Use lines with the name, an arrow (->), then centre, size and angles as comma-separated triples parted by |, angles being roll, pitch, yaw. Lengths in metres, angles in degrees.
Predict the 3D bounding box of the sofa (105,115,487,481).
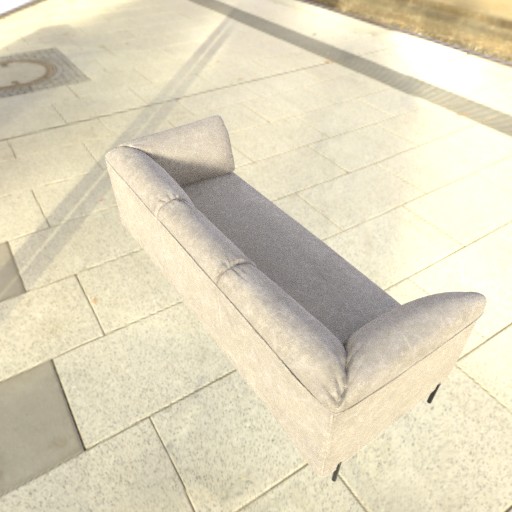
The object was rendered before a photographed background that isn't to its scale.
sofa -> 0.000, 0.000, 2.573 | 0.899, 0.758, 2.238 | -25, 48, -25
